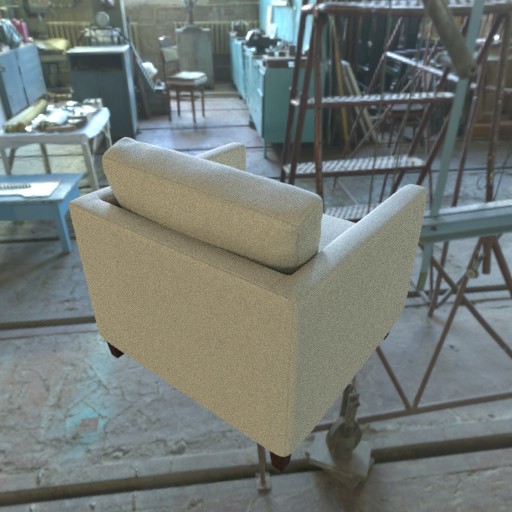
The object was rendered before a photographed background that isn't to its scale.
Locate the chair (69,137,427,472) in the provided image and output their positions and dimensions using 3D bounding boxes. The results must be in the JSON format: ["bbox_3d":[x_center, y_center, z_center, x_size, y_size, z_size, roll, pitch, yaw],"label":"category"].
[{"bbox_3d":[0.000,0.000,1.750,0.996,0.919,0.959,22,37,32],"label":"chair"}]
